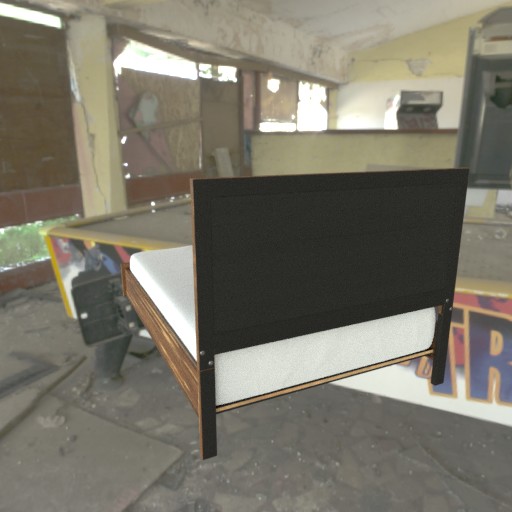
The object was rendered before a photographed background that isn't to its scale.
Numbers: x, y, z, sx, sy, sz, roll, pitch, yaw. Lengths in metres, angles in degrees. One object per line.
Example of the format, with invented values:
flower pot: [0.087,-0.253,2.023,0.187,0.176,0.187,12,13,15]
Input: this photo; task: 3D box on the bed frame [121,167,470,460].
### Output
bed frame: [0.000,0.000,3.418,1.696,1.417,2.276,-7,16,-25]
